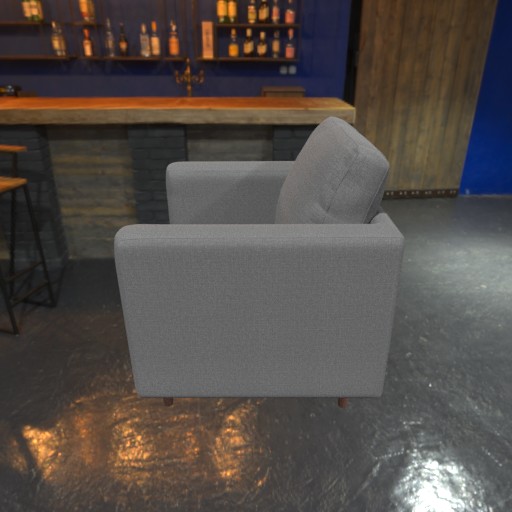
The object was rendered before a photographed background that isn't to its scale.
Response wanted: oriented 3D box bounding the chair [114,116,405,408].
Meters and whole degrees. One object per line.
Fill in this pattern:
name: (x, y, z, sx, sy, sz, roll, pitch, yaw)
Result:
chair: (0.000, 0.000, 1.621, 0.800, 0.927, 0.854, 0, 26, 0)
